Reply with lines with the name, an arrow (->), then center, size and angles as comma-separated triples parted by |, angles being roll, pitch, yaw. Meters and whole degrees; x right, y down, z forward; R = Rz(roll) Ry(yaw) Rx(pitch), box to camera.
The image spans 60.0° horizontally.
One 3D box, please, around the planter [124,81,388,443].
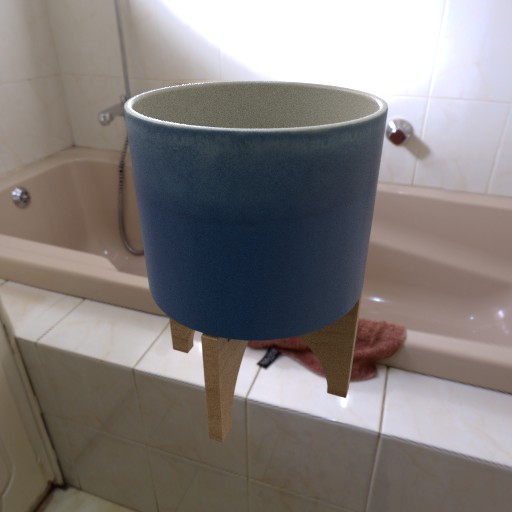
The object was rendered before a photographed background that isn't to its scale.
planter -> 0.000, 0.000, 0.542 | 0.261, 0.367, 0.261 | 0, 29, 0
